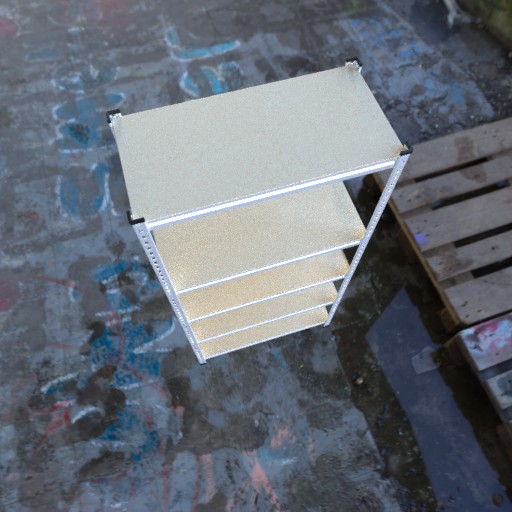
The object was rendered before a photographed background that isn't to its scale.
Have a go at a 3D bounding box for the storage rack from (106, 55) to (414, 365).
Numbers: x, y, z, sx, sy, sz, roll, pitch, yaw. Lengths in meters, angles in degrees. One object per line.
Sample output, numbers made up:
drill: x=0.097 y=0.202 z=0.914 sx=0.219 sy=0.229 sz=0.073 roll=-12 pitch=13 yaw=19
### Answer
storage rack: x=0.000 y=0.000 z=2.258 sx=0.914 sy=1.829 sz=0.457 roll=-15 pitch=64 yaw=-8
